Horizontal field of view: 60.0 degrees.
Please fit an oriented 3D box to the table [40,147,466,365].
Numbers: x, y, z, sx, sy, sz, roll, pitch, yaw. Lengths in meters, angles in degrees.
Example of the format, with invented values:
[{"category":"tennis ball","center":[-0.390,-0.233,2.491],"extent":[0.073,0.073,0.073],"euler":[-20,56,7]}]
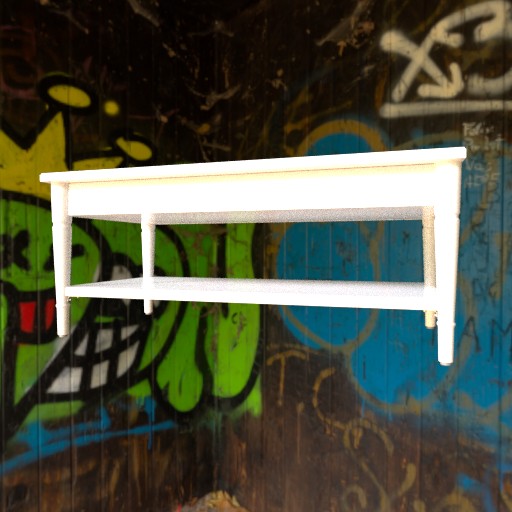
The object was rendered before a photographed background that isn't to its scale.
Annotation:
[{"category":"table","center":[0.000,0.000,1.326],"extent":[1.067,0.457,0.559],"euler":[0,1,18]}]
